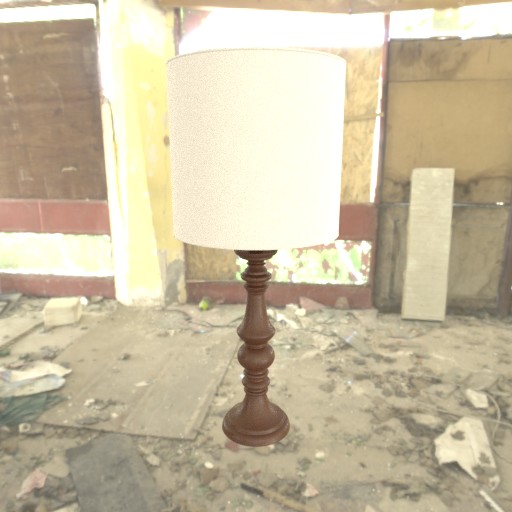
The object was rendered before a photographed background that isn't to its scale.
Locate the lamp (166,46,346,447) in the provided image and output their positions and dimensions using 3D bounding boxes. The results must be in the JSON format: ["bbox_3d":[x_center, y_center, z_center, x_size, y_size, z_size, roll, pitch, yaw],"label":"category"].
[{"bbox_3d":[0.000,0.000,0.692,0.250,0.597,0.250,7,15,26],"label":"lamp"}]
